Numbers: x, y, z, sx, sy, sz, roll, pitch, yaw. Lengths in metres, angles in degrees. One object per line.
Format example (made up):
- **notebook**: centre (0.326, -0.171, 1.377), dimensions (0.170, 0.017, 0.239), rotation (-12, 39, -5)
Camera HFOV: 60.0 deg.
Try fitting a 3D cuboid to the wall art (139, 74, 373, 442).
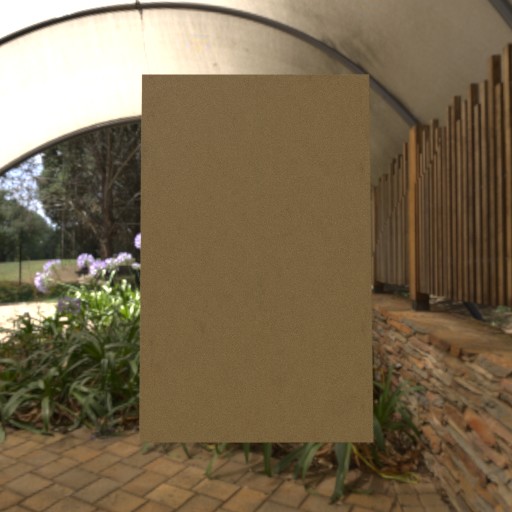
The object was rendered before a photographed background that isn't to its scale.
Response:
- **wall art**: centre (0.000, 0.000, 0.990), dimensions (0.510, 0.810, 0.039), rotation (0, -1, 0)
